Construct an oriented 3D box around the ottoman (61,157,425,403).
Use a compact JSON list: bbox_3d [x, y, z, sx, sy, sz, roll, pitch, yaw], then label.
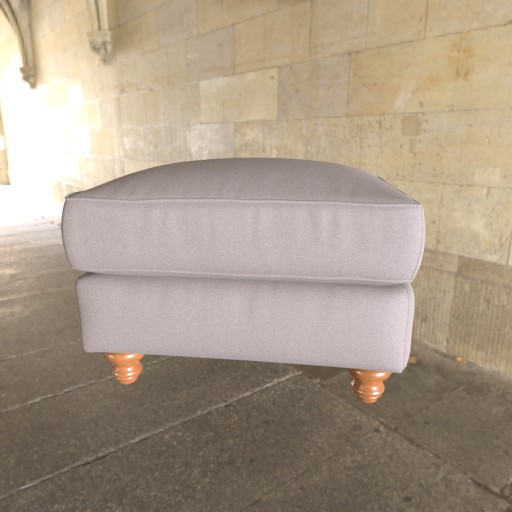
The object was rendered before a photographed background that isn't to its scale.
[{"bbox_3d":[0.000,0.000,1.171,0.721,0.505,0.662,2,15,8],"label":"ottoman"}]
